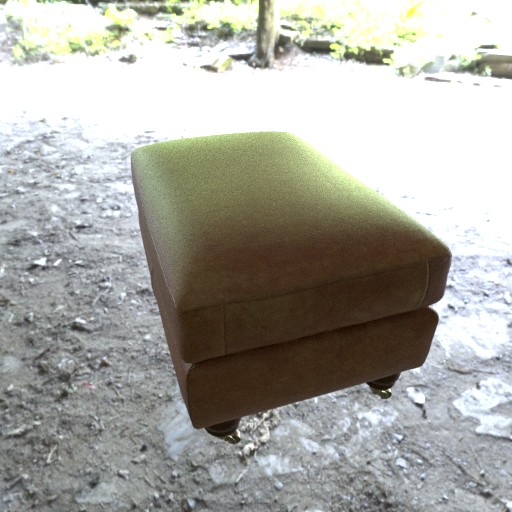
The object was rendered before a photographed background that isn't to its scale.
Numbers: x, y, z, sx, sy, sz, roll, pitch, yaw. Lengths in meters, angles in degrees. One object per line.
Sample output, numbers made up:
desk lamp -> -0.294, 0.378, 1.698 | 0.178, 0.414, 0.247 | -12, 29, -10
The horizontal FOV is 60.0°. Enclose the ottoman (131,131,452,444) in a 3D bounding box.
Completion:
ottoman -> 0.000, 0.000, 1.193 | 0.565, 0.507, 0.852 | -10, 33, -16
